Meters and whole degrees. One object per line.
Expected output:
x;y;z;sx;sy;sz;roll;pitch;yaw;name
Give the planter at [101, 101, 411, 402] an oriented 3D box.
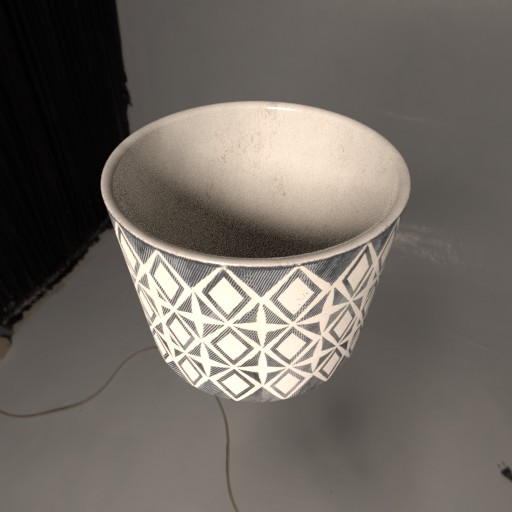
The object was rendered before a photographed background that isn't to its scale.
0.000;0.000;0.457;0.260;0.220;0.260;0;42;0;planter
